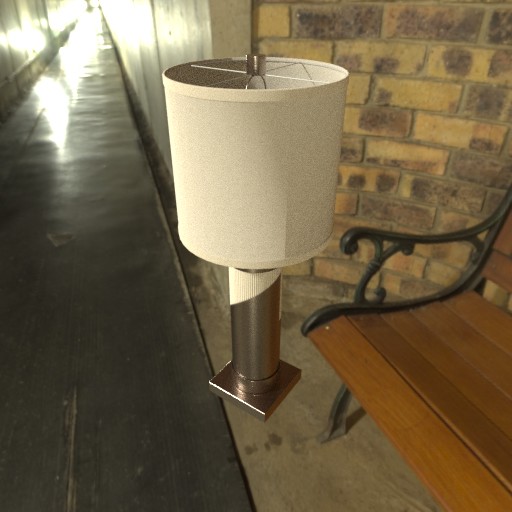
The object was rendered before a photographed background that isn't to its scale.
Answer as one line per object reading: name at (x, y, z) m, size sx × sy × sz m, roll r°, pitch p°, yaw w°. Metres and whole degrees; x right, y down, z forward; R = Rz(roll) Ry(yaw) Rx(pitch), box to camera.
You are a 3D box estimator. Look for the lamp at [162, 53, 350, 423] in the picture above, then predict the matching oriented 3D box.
lamp at (0.000, 0.000, 0.611) m, size 0.202 × 0.509 × 0.202 m, roll 20°, pitch 37°, yaw 29°
